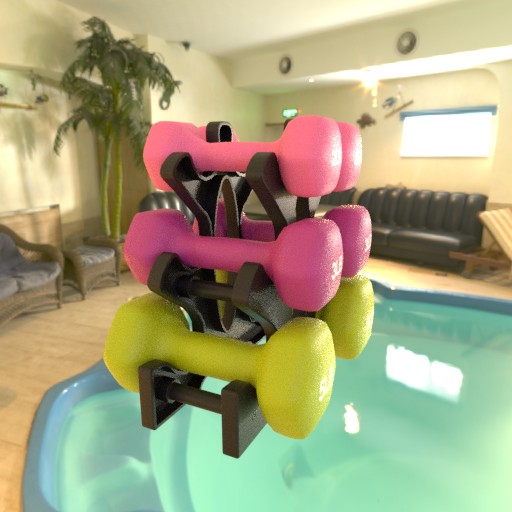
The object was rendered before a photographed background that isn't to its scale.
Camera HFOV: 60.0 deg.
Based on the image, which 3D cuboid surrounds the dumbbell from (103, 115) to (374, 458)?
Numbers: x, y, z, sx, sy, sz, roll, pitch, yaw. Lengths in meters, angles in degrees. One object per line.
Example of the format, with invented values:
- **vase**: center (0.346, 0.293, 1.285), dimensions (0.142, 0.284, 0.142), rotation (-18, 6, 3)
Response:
- **dumbbell**: center (0.000, 0.000, 0.445), dimensions (0.203, 0.261, 0.257), rotation (6, 15, 26)
